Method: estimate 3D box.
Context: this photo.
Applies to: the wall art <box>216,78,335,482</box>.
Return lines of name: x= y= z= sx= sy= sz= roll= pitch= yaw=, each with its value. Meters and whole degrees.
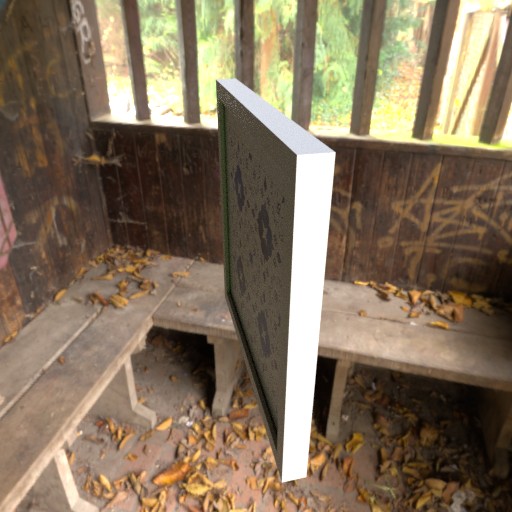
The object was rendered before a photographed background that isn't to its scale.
wall art: x=0.000 y=0.000 z=0.537 sx=0.027 sy=0.355 sz=0.355 roll=-7 pitch=30 yaw=-12
